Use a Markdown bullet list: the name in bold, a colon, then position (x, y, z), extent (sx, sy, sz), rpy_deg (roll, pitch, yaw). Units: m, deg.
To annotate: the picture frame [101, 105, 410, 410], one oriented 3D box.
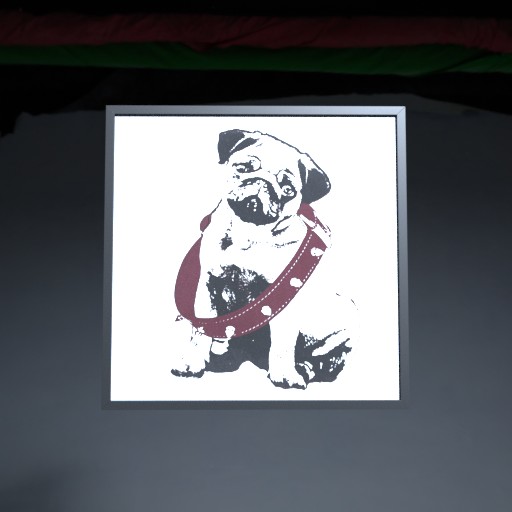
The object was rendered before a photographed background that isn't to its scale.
- **picture frame**: position (0.000, 0.000, 0.478), extent (0.317, 0.317, 0.030), rpy_deg (0, -3, -1)
